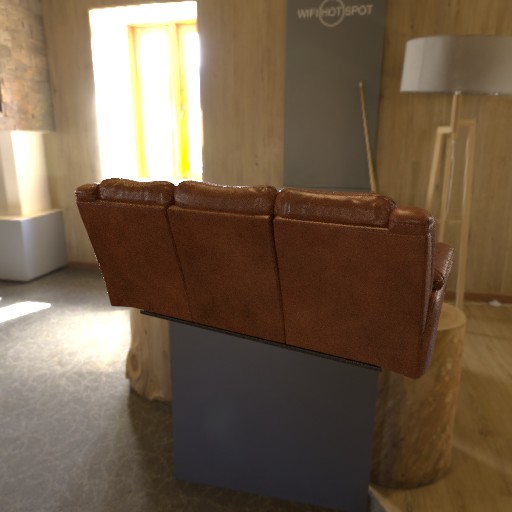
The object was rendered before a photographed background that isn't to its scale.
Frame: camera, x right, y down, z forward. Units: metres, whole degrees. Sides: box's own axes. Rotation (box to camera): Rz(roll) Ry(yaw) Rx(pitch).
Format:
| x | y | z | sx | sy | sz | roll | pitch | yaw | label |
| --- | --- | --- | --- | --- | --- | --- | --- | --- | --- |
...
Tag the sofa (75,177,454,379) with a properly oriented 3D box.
| x | y | z | sx | sy | sz | roll | pitch | yaw | label |
| --- | --- | --- | --- | --- | --- | --- | --- | --- | --- |
| 0.000 | 0.000 | 2.936 | 2.337 | 1.043 | 0.991 | 8 | 18 | 27 | sofa |
